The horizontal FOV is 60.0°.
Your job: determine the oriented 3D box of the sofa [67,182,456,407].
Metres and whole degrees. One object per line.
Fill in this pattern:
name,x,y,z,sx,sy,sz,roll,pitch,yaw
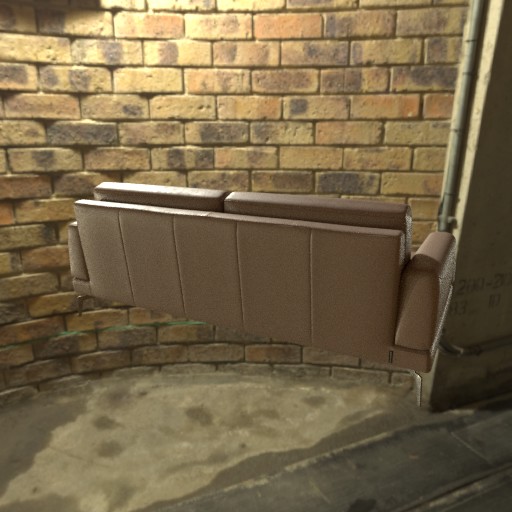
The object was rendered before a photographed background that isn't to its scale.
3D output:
sofa,0.000,0.000,2.389,1.940,0.765,0.974,8,18,27
